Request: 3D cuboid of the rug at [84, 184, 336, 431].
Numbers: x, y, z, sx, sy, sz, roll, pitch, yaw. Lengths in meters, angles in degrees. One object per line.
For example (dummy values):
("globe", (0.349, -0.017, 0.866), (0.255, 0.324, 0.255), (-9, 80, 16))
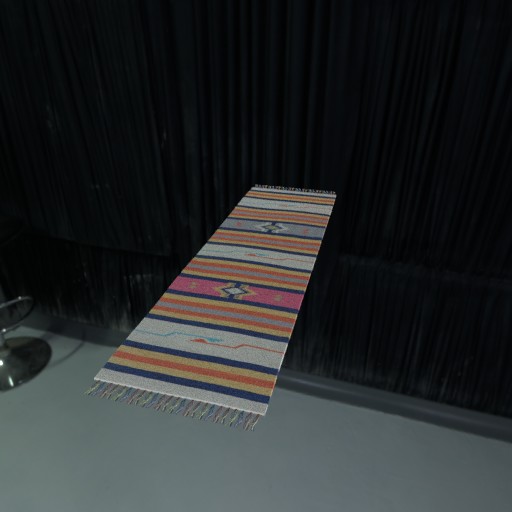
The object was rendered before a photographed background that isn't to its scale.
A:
("rug", (0.000, 0.000, 2.644), (0.695, 0.017, 2.455), (8, 30, 14))
